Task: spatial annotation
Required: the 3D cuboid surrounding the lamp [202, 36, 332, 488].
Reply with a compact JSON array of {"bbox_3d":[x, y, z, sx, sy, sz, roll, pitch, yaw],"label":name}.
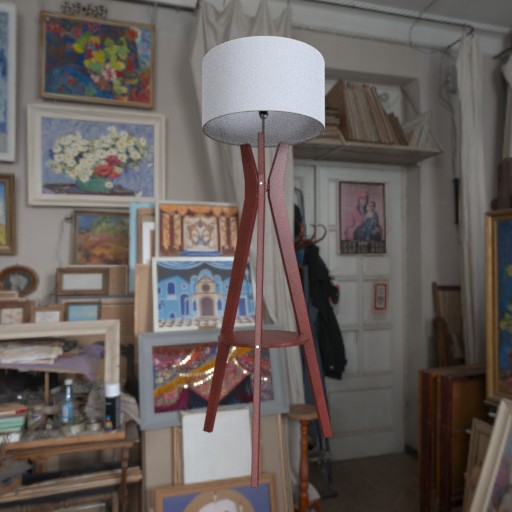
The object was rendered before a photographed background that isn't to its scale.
[{"bbox_3d":[0.000,0.000,1.734,0.542,1.472,0.539,-1,-1,36],"label":"lamp"}]
